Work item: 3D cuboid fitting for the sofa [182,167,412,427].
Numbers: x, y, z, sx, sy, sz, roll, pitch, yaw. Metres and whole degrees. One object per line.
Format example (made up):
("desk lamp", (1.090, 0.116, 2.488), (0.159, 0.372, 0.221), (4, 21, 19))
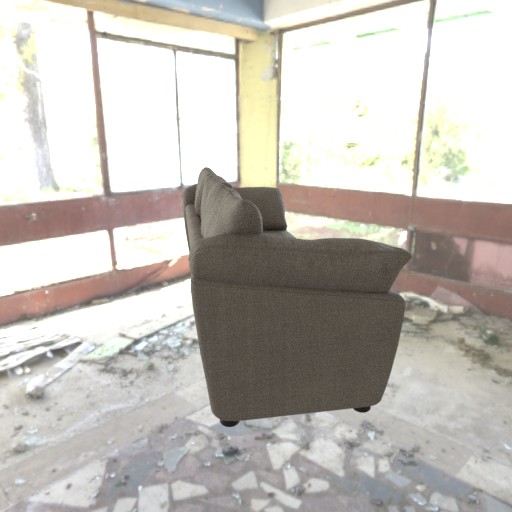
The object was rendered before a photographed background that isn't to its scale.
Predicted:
("sofa", (0.000, 0.000, 2.801), (0.878, 0.996, 2.334), (-3, 15, -10))
